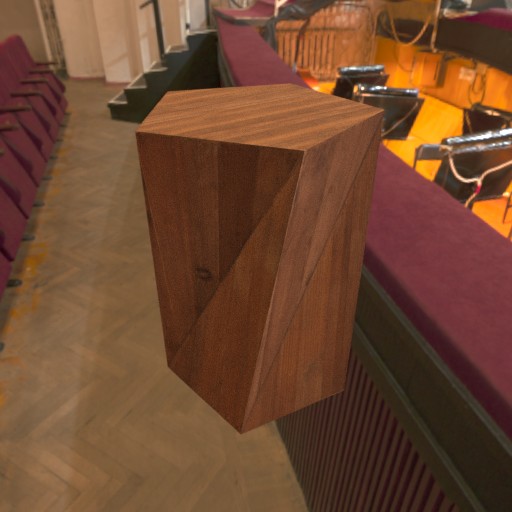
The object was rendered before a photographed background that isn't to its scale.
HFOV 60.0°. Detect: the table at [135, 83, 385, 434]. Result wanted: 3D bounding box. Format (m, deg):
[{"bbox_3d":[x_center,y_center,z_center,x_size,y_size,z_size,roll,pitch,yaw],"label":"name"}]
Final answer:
[{"bbox_3d":[0.000,0.000,0.929,0.425,0.604,0.441,-8,34,-13],"label":"table"}]
